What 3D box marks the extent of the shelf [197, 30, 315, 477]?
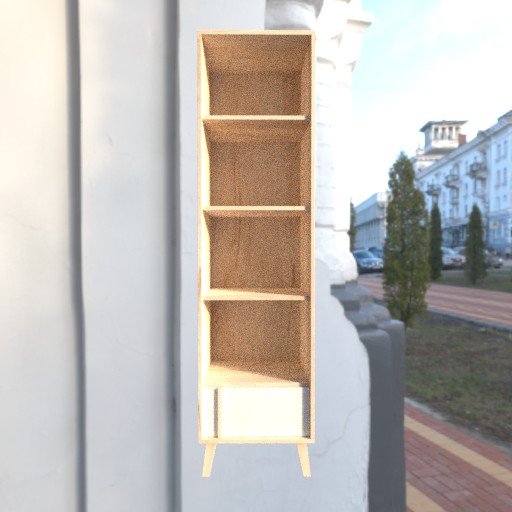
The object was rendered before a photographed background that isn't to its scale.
[{"bbox_3d":[0.000,0.000,2.157,0.510,1.960,0.450,0,1,0],"label":"shelf"}]
